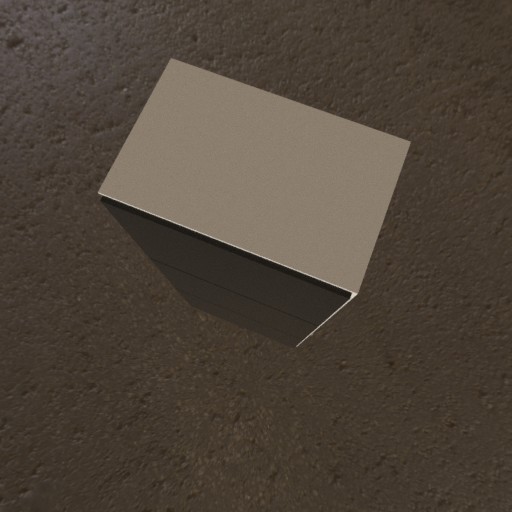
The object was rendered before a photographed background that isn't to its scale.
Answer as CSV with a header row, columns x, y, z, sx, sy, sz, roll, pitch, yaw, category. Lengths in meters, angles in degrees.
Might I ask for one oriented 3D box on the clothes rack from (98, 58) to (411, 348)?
x,y,z,sx,sy,sz,roll,pitch,yaw,category
0.000,0.000,1.394,0.500,1.187,0.330,21,75,6,clothes rack
